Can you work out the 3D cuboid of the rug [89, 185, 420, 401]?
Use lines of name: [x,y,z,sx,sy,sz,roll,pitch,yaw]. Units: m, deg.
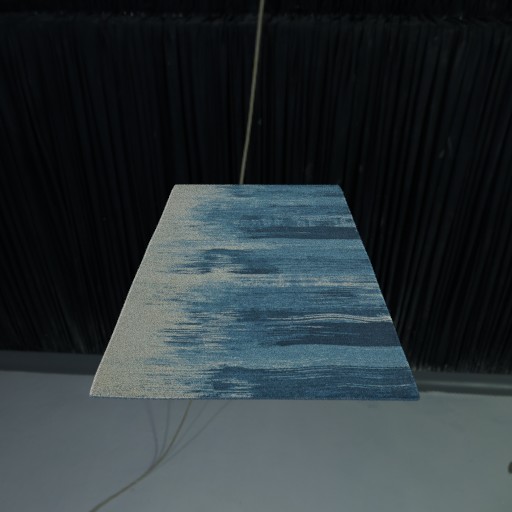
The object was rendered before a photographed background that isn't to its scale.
rug: [0.000,0.000,3.048,1.540,0.027,2.450,0,32,0]
